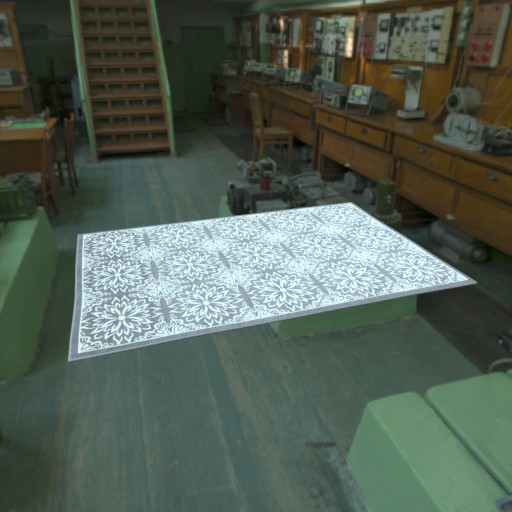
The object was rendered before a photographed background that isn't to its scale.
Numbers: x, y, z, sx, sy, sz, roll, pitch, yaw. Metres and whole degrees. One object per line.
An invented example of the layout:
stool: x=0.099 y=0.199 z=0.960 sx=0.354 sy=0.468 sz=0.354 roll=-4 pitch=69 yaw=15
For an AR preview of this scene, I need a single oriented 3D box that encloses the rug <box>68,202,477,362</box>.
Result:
rug: x=0.000 y=0.000 z=3.565 sx=2.746 sy=0.018 sz=1.819 roll=-8 pitch=27 yaw=-16
